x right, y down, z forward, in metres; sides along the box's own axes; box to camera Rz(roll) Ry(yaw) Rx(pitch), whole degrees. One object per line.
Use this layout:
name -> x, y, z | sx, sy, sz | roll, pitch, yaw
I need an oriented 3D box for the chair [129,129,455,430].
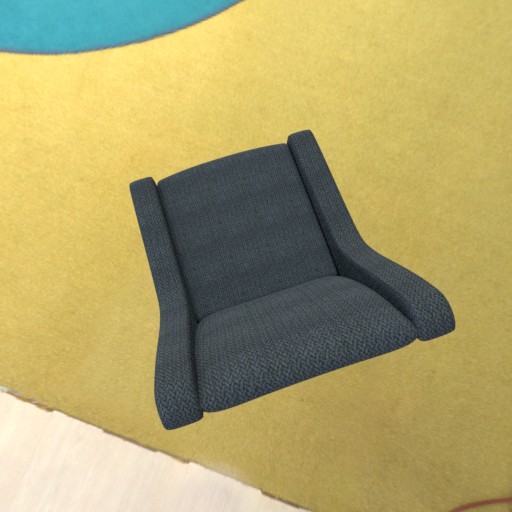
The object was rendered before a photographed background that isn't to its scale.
chair -> 0.000, 0.000, 1.680 | 0.793, 1.012, 0.944 | -18, 76, -5
